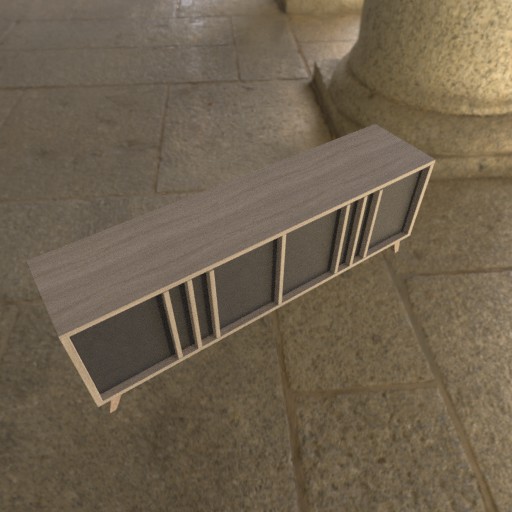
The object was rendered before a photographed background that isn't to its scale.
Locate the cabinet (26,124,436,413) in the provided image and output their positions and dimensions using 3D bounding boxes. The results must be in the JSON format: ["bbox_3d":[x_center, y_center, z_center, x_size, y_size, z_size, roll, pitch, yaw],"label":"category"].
[{"bbox_3d":[0.000,0.000,2.583,2.198,0.779,0.499,-26,51,-23],"label":"cabinet"}]
